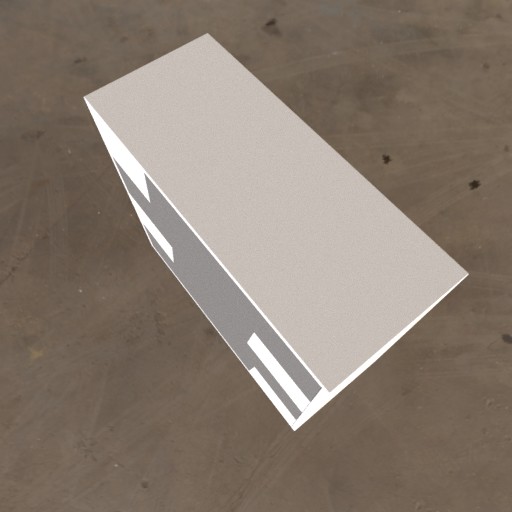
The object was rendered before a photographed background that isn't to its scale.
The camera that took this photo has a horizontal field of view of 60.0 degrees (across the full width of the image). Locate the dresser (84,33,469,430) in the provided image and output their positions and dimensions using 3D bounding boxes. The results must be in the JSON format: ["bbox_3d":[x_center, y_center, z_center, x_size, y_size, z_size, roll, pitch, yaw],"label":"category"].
[{"bbox_3d":[0.000,0.000,1.657,0.460,1.000,1.100,-35,69,-16],"label":"dresser"}]
